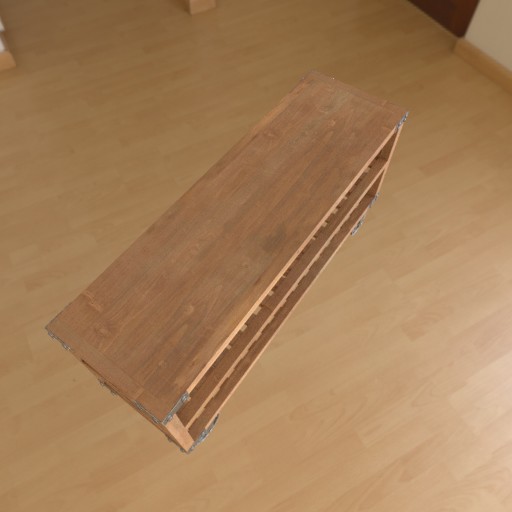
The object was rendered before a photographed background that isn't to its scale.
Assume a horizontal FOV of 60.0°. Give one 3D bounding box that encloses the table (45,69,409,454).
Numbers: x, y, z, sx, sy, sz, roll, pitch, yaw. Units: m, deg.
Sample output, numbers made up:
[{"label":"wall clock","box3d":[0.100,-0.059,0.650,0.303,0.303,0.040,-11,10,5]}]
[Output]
[{"label":"table","box3d":[0.000,0.000,1.833,0.467,0.711,1.487,31,63,18]}]
